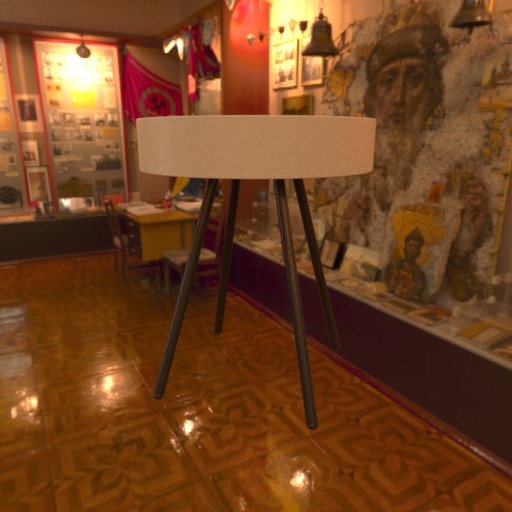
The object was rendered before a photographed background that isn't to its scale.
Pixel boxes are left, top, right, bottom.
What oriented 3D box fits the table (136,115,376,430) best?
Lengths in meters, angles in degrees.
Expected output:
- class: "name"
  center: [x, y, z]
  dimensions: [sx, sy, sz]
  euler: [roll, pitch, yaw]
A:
- class: "table"
  center: [0.000, 0.000, 0.895]
  dimensions: [0.450, 0.525, 0.450]
  euler: [0, 15, 0]
